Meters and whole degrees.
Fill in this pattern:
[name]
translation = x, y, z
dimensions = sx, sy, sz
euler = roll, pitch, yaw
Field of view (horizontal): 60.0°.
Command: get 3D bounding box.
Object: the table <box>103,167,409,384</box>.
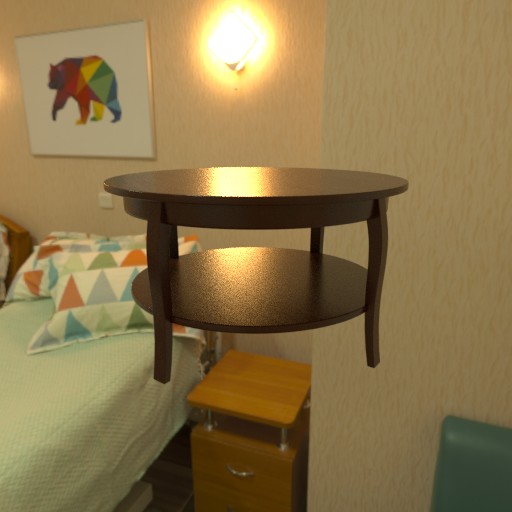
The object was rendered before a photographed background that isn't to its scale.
[table]
translation = 0.000, 0.000, 1.459
dimensions = 0.911, 0.512, 0.911
euler = 0, 15, 0
